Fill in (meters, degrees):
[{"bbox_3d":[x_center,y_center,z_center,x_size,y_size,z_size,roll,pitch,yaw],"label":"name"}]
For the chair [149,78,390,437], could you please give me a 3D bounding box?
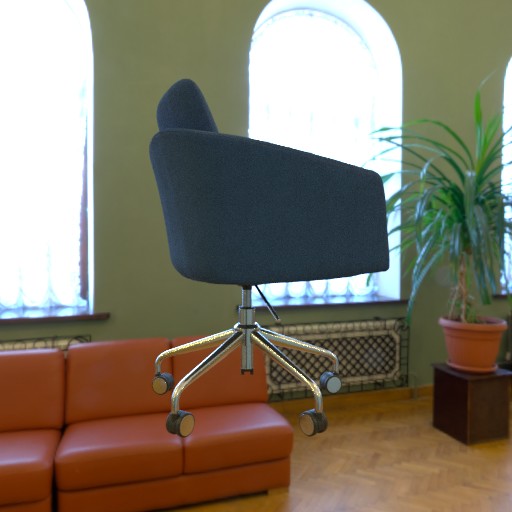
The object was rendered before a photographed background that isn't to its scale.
[{"bbox_3d":[0.000,0.000,1.377,0.635,0.908,0.641,-1,2,-19],"label":"chair"}]
